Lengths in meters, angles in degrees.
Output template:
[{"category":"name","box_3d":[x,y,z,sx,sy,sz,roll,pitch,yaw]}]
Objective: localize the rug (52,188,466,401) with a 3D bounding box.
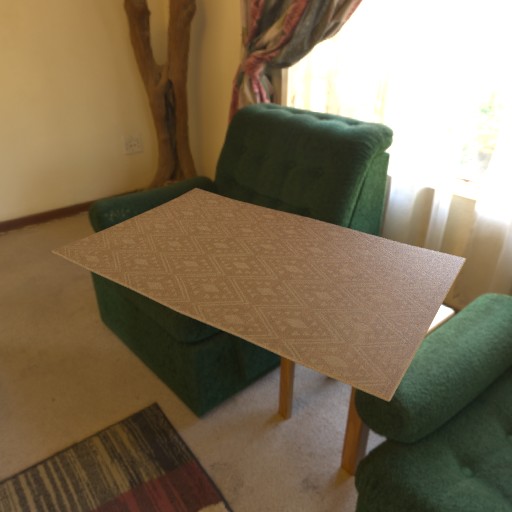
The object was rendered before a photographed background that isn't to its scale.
[{"category":"rug","box_3d":[0.000,0.000,3.070,2.430,0.053,1.553,18,33,30]}]
